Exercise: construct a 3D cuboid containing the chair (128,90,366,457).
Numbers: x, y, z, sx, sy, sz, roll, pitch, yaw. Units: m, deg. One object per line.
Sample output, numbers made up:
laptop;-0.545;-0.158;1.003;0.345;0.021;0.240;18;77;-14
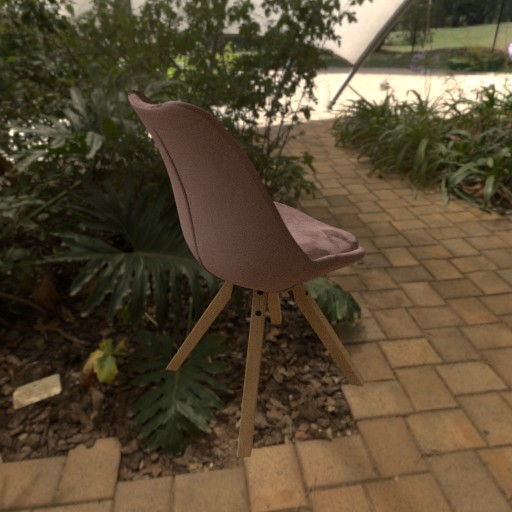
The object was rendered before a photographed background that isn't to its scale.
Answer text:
chair;0.000;0.000;1.186;0.550;0.850;0.485;-18;32;-32
